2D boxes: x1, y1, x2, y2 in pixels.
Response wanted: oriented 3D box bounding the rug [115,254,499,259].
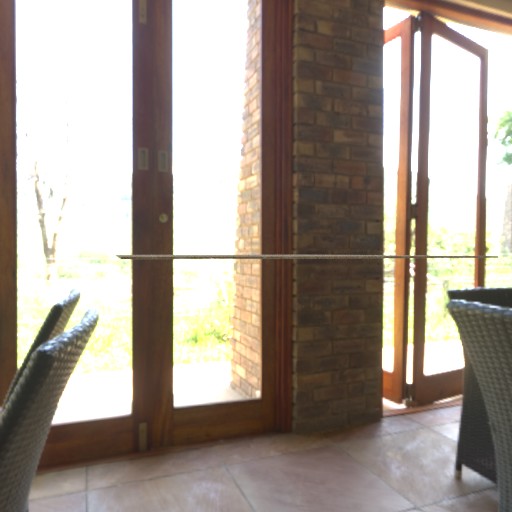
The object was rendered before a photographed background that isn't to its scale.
[{"bbox_3d":[0.000,0.000,3.819,2.286,0.013,2.894,0,0,-18],"label":"rug"}]
